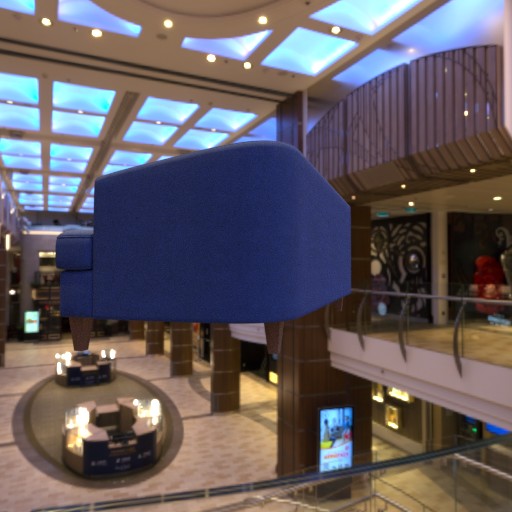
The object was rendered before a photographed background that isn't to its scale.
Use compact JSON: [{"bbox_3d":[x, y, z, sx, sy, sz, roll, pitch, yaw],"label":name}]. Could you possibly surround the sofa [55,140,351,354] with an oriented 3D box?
[{"bbox_3d":[0.000,0.000,2.621,0.914,0.787,2.235,-1,-2,19],"label":"sofa"}]
